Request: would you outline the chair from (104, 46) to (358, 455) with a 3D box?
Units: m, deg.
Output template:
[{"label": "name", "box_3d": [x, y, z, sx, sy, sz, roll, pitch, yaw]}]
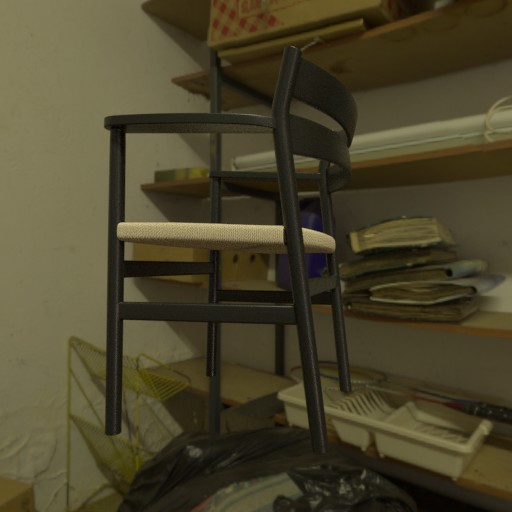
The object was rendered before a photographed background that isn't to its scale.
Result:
[{"label": "chair", "box_3d": [0.000, 0.000, 1.131, 0.508, 0.775, 0.630, 0, -1, 18]}]
